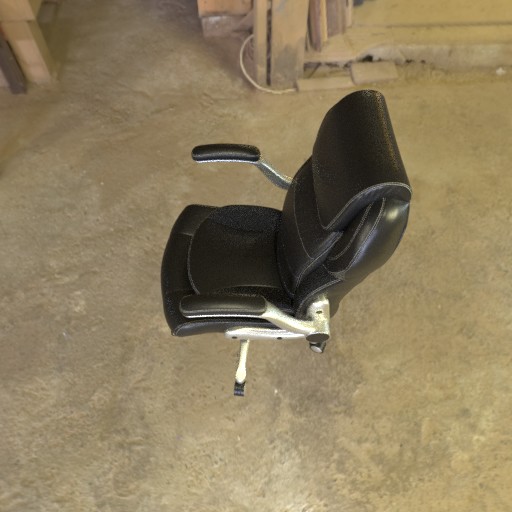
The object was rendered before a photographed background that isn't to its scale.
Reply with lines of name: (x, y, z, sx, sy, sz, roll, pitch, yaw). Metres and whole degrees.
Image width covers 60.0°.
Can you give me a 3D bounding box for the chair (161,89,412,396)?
chair: (0.000, 0.000, 1.649, 0.801, 1.141, 0.724, -1, 56, -1)
